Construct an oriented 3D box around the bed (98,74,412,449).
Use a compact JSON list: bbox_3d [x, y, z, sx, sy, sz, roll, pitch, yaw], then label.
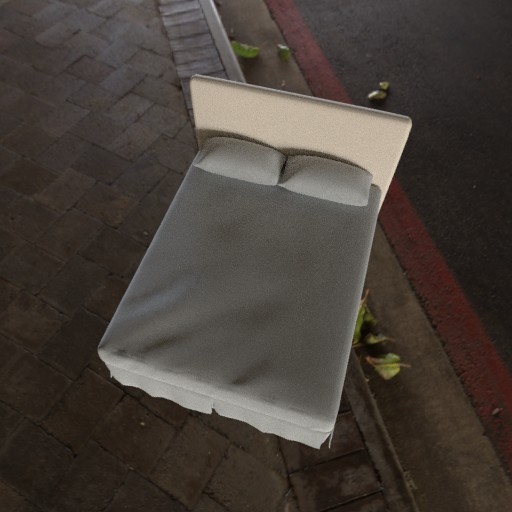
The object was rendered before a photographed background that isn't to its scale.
[{"bbox_3d":[0.000,0.000,3.301,1.748,1.330,2.142,15,60,9],"label":"bed"}]
